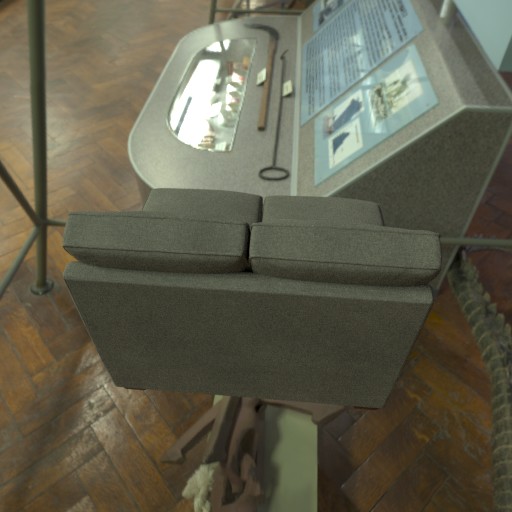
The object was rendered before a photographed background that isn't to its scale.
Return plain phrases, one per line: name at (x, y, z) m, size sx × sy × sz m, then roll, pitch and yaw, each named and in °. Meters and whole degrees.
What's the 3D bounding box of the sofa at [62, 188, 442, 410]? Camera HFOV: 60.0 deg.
sofa at (0.000, 0.000, 1.996) m, size 1.237 × 1.008 × 0.951 m, roll 4°, pitch 46°, yaw 3°
